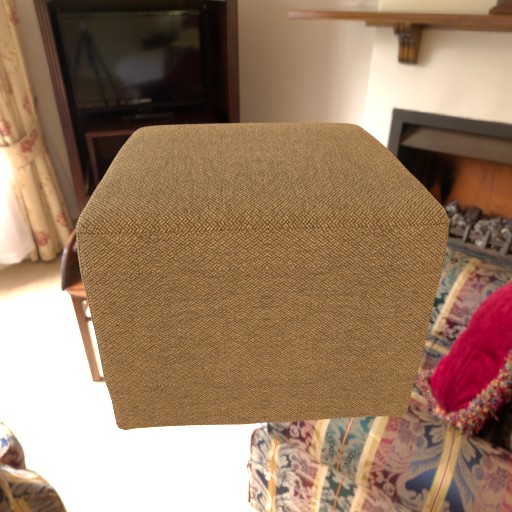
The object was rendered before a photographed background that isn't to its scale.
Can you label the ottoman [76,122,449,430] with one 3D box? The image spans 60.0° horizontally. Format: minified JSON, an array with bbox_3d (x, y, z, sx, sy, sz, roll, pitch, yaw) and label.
[{"bbox_3d":[0.000,0.000,0.889,0.519,0.453,0.512,-2,31,-3],"label":"ottoman"}]
